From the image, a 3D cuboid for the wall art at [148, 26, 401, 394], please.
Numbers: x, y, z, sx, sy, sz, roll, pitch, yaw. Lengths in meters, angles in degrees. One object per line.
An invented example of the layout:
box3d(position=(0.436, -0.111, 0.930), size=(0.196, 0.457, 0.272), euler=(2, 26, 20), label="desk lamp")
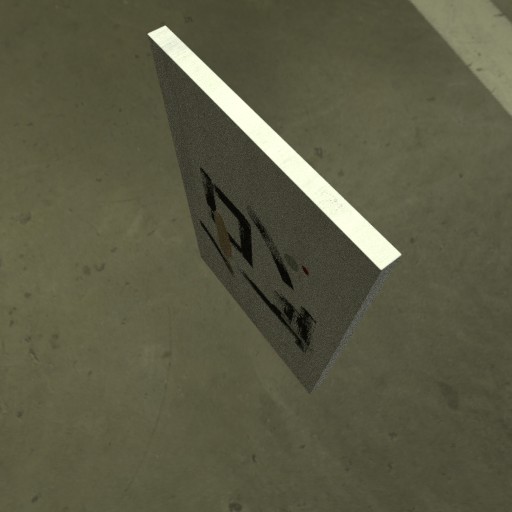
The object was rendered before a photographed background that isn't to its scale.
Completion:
box3d(position=(0.000, 0.000, 1.133), size=(0.043, 0.914, 0.624), euler=(-34, 67, -16), label="wall art")
